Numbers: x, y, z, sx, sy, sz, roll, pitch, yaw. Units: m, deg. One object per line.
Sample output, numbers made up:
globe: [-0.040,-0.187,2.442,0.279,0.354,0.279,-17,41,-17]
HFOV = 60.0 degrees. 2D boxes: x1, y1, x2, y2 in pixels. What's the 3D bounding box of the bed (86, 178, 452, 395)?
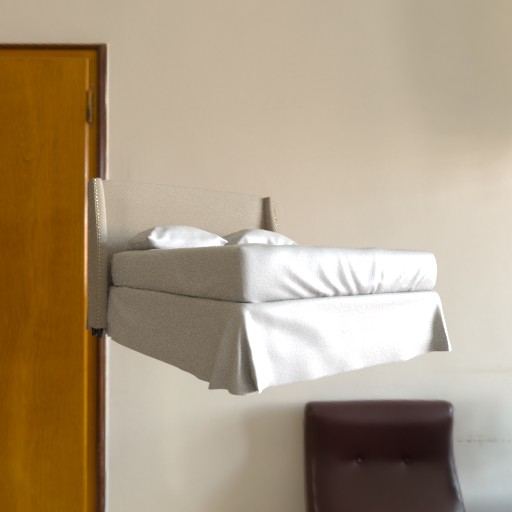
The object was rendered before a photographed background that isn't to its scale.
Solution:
bed: [0.000,0.000,3.390,1.925,1.332,2.276,1,-1,-36]
